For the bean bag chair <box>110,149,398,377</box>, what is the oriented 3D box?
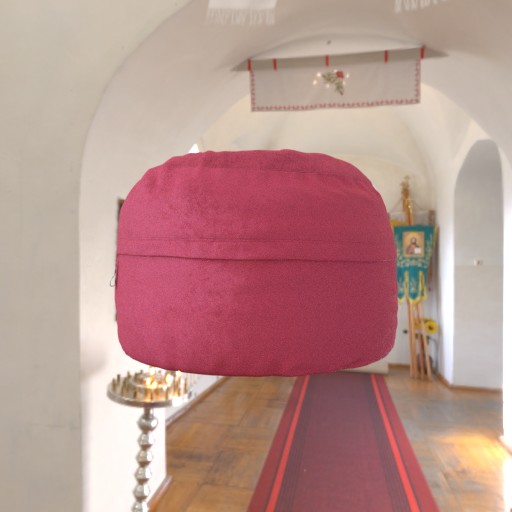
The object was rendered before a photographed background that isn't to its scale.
[{"bbox_3d":[0.000,0.000,1.989,1.218,0.788,1.218,0,0,0],"label":"bean bag chair"}]
